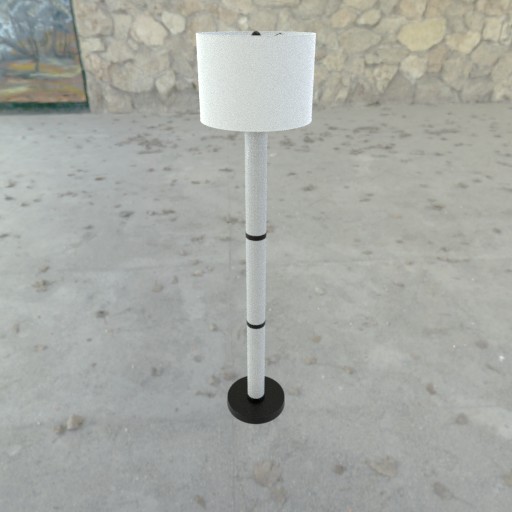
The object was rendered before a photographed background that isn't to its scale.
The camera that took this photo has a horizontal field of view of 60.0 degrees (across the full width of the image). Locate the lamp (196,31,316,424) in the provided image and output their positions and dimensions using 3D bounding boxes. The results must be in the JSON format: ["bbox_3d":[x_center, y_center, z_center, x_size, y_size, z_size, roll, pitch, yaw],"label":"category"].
[{"bbox_3d":[0.000,0.000,1.766,0.377,1.599,0.377,-1,29,-2],"label":"lamp"}]
